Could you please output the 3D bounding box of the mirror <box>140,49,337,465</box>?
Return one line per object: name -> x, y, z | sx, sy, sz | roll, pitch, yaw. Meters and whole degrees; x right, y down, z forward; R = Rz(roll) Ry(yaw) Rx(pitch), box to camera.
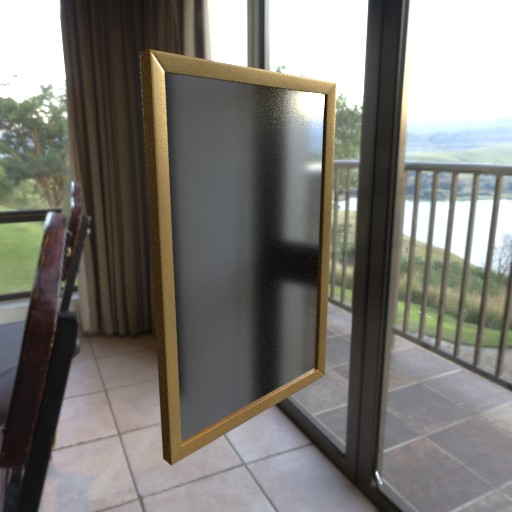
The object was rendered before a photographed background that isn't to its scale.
mirror -> 0.000, 0.000, 1.168 | 0.040, 0.915, 0.609 | 13, 19, 43
